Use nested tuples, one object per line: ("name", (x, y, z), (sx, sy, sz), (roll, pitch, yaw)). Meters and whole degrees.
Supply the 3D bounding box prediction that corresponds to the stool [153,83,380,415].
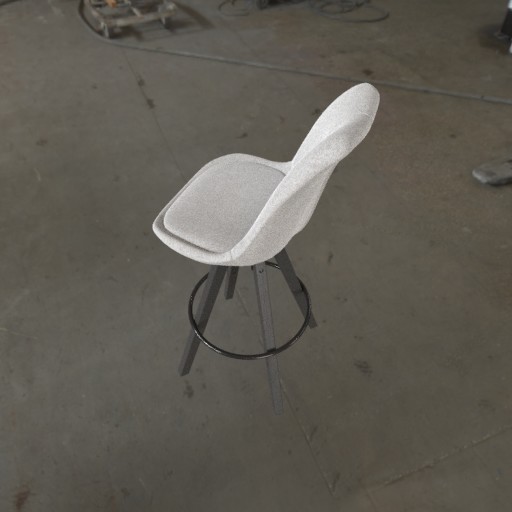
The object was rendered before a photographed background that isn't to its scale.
("stool", (0.000, 0.000, 1.421), (0.550, 1.115, 0.485), (17, 48, 16))
